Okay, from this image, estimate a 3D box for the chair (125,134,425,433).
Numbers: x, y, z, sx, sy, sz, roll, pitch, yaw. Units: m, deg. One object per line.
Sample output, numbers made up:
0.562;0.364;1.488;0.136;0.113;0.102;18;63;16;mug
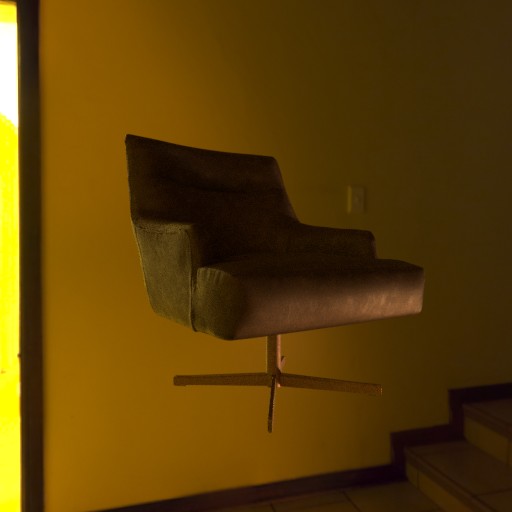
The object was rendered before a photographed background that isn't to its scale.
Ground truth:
0.000;0.000;1.512;0.738;0.870;0.874;-1;1;-36;chair
